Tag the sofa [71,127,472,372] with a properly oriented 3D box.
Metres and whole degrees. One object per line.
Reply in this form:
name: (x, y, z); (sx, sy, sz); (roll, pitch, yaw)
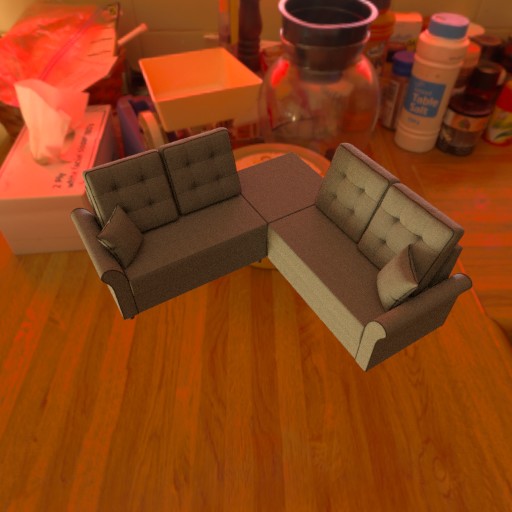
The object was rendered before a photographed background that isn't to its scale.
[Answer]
sofa: (0.000, 0.000, 3.208); (2.068, 0.988, 2.070); (-24, 51, -21)
